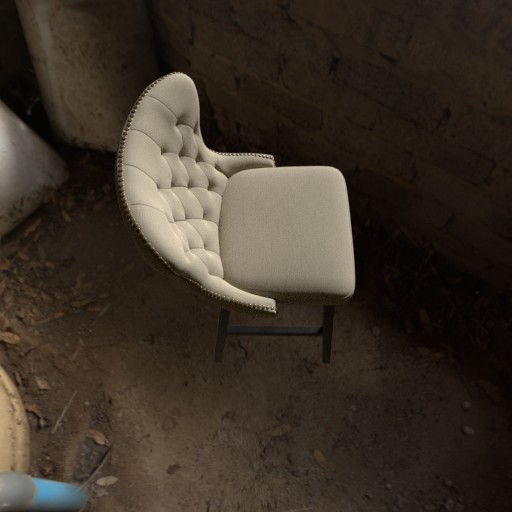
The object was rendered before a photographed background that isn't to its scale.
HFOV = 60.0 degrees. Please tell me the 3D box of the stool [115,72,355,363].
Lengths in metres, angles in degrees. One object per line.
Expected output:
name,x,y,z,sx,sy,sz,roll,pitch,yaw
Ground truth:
stool,0.000,0.000,1.421,0.605,1.066,0.528,0,64,0
